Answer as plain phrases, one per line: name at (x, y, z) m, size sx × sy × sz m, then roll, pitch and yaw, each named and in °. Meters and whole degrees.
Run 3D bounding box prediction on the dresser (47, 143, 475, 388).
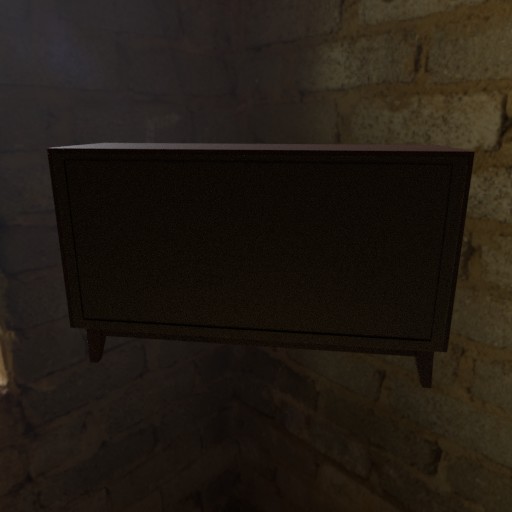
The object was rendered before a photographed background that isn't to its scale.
dresser at (0.000, 0.000, 2.022) m, size 1.609 × 0.971 × 0.499 m, roll 2°, pitch 17°, yaw 8°
